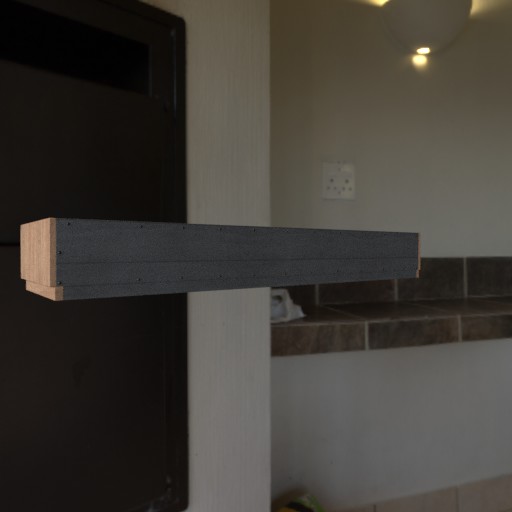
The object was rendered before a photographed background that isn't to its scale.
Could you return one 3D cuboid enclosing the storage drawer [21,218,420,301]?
[{"bbox_3d":[0.000,0.000,2.225,2.032,0.264,0.538,-1,1,-37],"label":"storage drawer"}]
